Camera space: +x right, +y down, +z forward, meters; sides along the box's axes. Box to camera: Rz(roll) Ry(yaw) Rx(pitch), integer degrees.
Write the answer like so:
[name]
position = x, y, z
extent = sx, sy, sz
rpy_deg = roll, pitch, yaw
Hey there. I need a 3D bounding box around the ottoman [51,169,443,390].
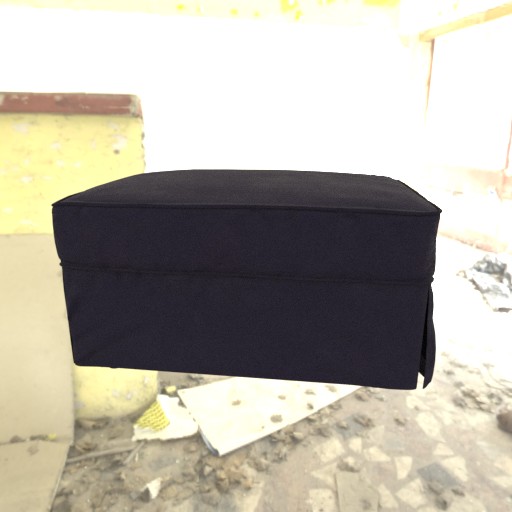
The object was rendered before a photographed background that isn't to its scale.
[ottoman]
position = 0.000, 0.000, 1.329
extent = 0.938, 0.503, 0.637
rpy_deg = 2, 17, 7
